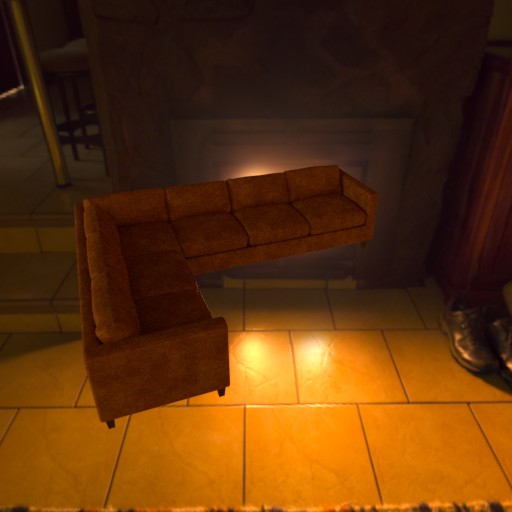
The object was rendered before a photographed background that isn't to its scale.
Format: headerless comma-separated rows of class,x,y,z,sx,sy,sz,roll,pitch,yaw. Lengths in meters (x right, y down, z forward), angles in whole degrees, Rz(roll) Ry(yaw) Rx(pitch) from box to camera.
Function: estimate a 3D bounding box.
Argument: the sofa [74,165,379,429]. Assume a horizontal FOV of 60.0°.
sofa,0.000,0.000,4.270,3.150,0.838,2.438,-11,33,-18
